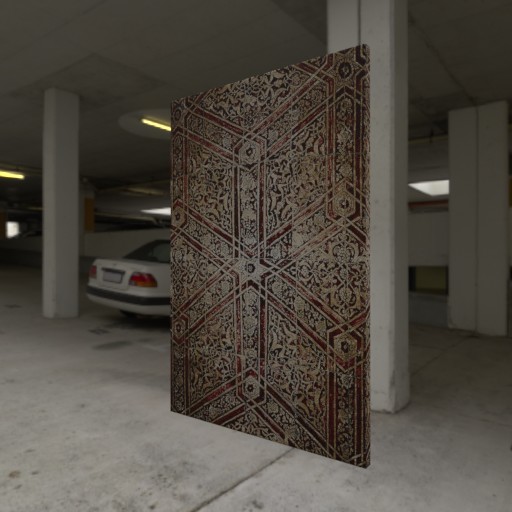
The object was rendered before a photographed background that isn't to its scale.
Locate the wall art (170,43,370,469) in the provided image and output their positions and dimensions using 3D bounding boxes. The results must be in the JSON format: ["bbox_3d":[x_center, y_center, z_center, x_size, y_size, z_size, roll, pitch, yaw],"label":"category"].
[{"bbox_3d":[0.000,0.000,1.130,0.599,0.904,0.030,0,0,36],"label":"wall art"}]
